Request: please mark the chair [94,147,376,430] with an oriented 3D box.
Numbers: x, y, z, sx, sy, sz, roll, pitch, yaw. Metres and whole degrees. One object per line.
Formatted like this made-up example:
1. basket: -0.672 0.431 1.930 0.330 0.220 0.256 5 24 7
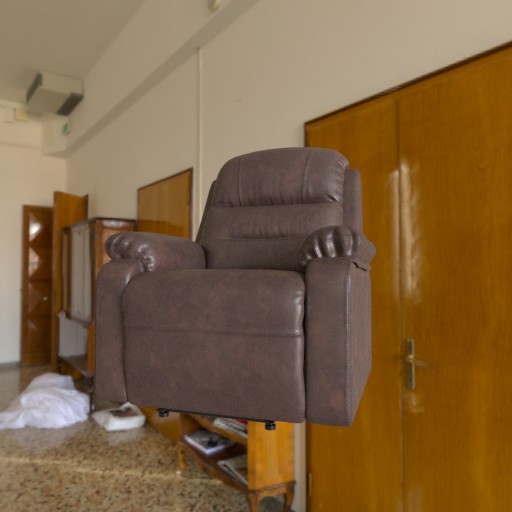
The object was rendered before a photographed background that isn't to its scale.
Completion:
1. chair: 0.000 0.000 1.658 0.855 0.992 0.919 -1 -2 19
